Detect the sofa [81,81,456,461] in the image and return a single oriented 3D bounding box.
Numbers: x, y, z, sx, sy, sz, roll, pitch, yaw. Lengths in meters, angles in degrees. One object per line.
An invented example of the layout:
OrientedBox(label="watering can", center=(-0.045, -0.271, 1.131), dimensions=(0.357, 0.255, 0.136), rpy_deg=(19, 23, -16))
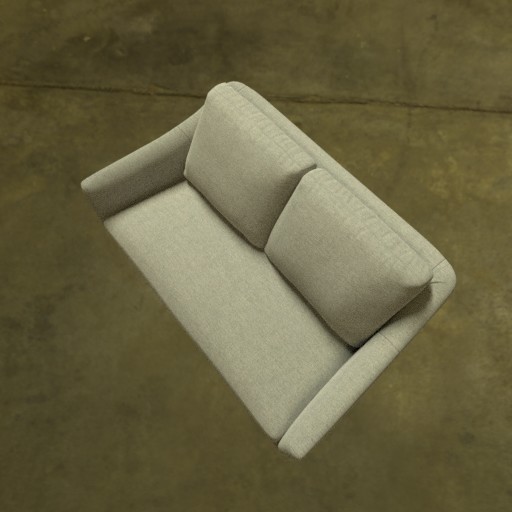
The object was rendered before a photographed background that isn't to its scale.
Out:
OrientedBox(label="sofa", center=(0.000, 0.000, 2.159), dimensions=(0.960, 0.904, 1.619), rpy_deg=(-36, 68, -17))
